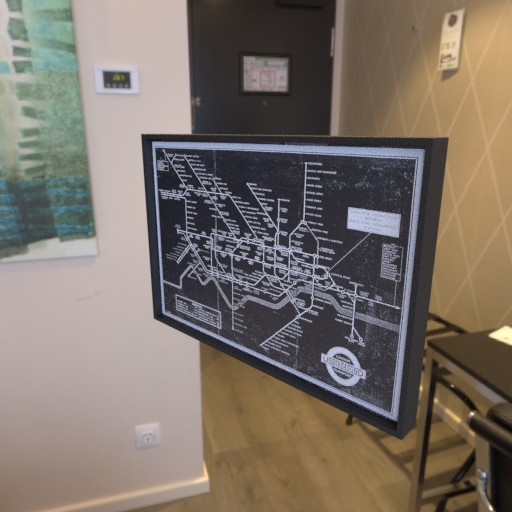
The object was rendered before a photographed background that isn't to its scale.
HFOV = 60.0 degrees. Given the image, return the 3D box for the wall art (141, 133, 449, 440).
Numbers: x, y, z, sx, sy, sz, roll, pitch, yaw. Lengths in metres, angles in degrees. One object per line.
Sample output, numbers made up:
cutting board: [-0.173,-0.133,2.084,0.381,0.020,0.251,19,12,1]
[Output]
wall art: [0.000,0.000,0.866,0.671,0.456,0.051,15,21,41]
